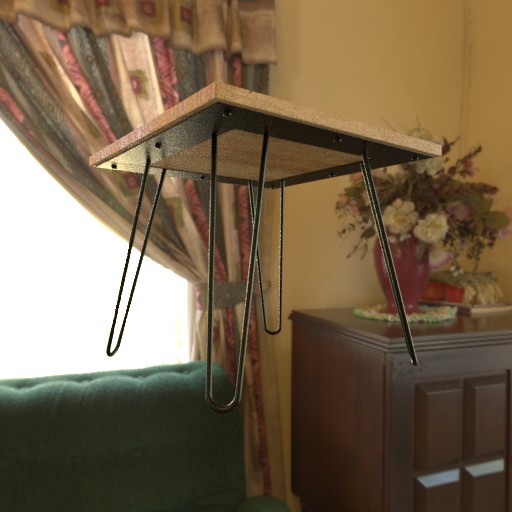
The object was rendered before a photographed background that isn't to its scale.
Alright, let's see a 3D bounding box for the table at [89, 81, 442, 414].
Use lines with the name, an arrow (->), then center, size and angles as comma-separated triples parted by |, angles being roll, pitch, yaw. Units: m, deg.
table -> 0.000, 0.000, 1.055 | 0.599, 0.500, 0.599 | 0, -1, -37
